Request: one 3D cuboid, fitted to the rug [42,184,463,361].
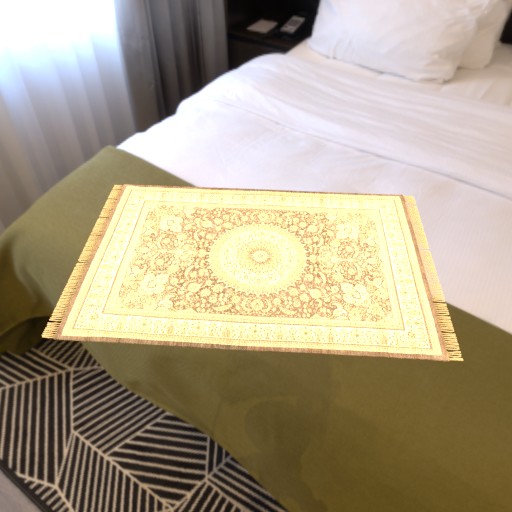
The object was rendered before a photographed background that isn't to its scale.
[{"bbox_3d":[0.000,0.000,4.323,3.422,0.015,2.143,3,45,3],"label":"rug"}]
